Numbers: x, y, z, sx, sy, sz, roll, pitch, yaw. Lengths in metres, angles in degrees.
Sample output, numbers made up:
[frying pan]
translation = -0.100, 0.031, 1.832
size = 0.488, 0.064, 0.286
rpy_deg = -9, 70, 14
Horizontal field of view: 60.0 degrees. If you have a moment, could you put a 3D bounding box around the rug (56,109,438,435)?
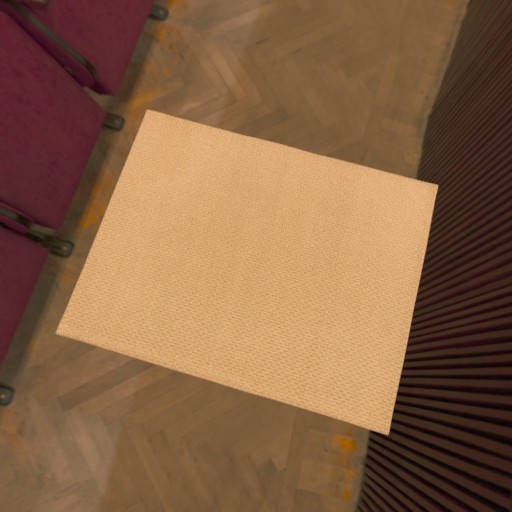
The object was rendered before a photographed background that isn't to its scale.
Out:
[rug]
translation = 0.000, 0.000, 3.958
size = 2.897, 0.035, 2.277
rpy_deg = 16, 75, 4
